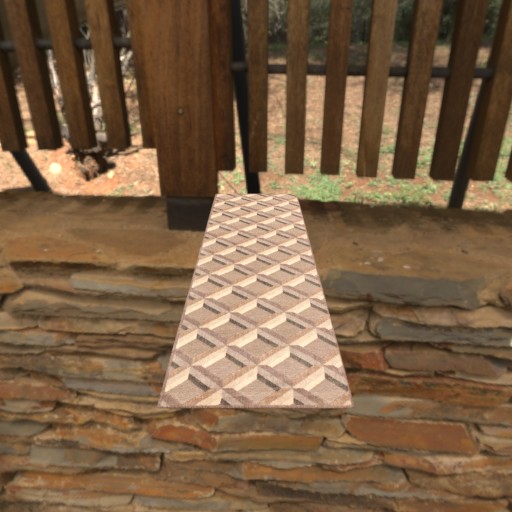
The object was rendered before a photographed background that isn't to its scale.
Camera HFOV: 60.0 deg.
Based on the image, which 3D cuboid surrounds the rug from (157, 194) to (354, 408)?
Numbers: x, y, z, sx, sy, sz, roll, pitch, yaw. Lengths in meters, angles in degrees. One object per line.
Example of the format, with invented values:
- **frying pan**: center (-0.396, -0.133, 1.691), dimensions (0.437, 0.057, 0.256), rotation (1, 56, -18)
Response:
- **rug**: center (0.000, 0.000, 2.628), dimensions (0.685, 0.013, 2.437), rotation (0, 25, 0)
